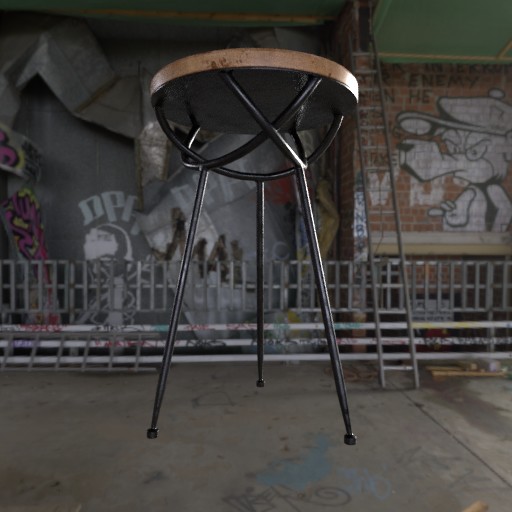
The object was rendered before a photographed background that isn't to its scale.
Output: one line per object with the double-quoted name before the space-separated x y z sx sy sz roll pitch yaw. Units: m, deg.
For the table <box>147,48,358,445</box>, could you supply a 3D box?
"table" 0.000 0.000 0.908 0.414 0.664 0.418 0 1 17
